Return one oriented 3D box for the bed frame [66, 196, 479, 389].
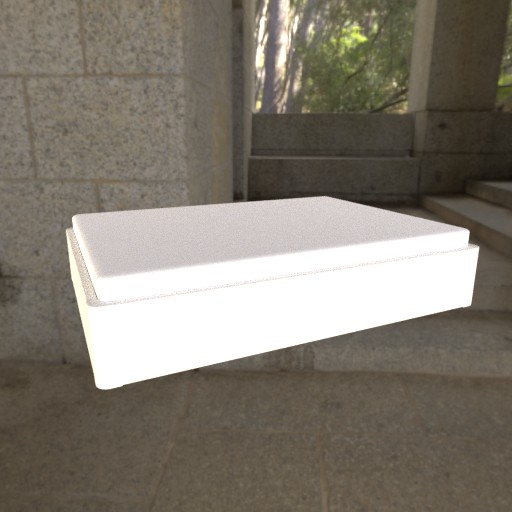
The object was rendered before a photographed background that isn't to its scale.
[{"bbox_3d":[0.000,0.000,2.508,1.900,0.406,1.400,-7,17,-24],"label":"bed frame"}]
